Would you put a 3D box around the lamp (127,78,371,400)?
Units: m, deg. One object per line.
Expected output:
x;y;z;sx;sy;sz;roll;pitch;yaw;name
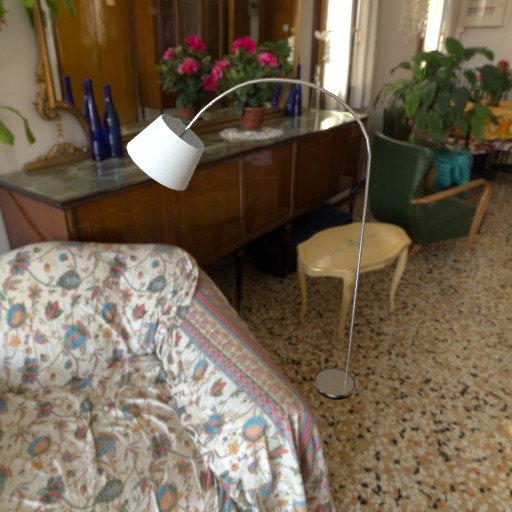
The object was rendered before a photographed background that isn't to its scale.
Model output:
0.000;0.000;2.806;1.445;2.098;0.406;0;26;1;lamp
